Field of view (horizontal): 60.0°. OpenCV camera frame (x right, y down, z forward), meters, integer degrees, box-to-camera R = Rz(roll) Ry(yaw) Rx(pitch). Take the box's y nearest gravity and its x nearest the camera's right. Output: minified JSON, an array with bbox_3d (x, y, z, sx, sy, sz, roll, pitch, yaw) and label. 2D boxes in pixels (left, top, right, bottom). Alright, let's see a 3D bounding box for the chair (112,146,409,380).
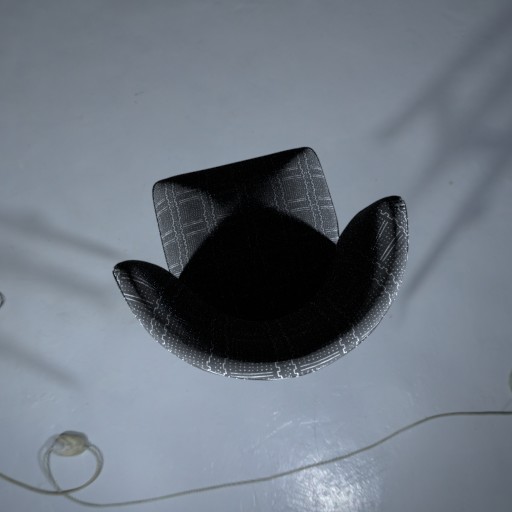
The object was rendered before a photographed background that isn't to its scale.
[{"bbox_3d":[0.000,0.000,1.430,0.710,0.866,0.758,-14,76,-3],"label":"chair"}]
